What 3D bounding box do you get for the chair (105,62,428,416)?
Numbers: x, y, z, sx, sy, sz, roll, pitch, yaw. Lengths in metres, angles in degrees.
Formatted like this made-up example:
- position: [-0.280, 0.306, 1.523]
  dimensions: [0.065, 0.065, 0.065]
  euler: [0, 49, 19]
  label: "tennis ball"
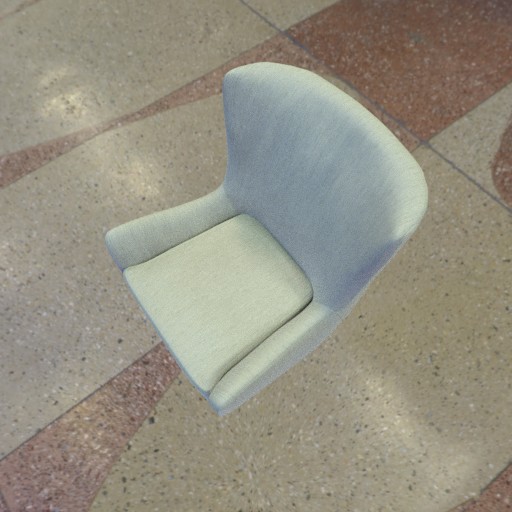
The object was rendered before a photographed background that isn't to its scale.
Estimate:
- position: [0.000, 0.000, 1.668]
  dimensions: [0.904, 1.000, 0.779]
  euler: [-34, 68, -16]
  label: "chair"
